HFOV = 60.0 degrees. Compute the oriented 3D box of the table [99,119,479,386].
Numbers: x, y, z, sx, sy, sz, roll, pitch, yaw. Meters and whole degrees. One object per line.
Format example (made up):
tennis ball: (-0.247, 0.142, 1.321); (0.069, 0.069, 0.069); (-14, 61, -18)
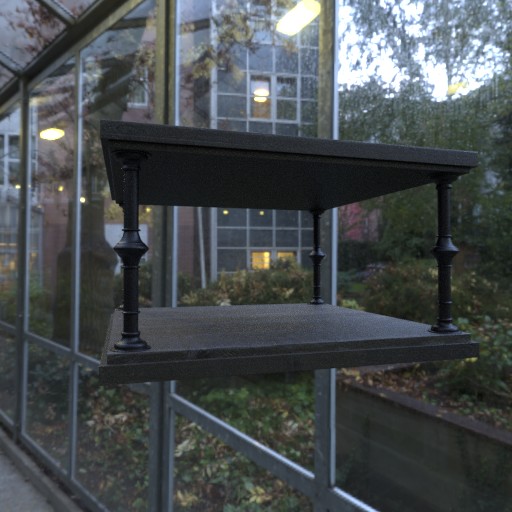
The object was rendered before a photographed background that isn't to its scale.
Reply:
table: (0.000, 0.000, 1.096); (0.696, 0.400, 0.696); (0, -1, -17)
